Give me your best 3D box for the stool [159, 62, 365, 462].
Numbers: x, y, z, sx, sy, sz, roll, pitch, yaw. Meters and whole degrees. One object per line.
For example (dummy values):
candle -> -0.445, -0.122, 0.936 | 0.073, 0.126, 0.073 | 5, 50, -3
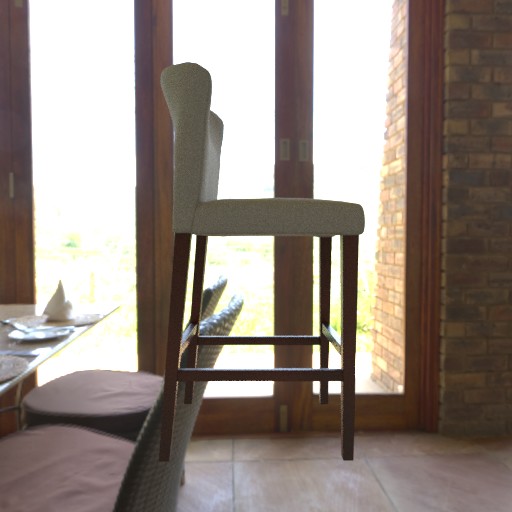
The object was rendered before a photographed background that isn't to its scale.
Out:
stool -> 0.000, 0.000, 1.369 | 0.568, 1.069, 0.479 | 0, 2, 0
